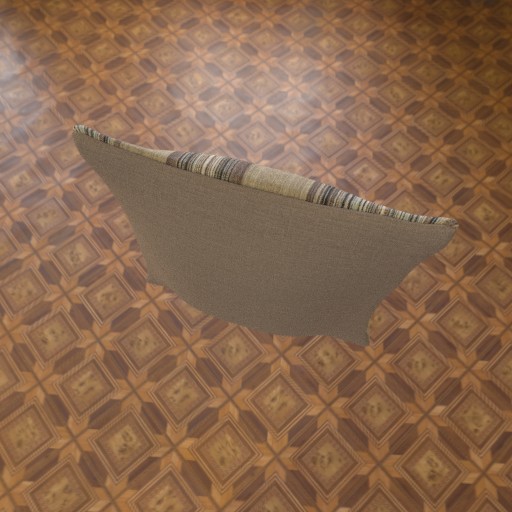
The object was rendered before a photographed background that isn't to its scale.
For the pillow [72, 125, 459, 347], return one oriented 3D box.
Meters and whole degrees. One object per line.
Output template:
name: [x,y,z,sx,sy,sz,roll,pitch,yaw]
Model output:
pillow: [0.000,0.000,0.655,0.435,0.416,0.189,15,64,8]
